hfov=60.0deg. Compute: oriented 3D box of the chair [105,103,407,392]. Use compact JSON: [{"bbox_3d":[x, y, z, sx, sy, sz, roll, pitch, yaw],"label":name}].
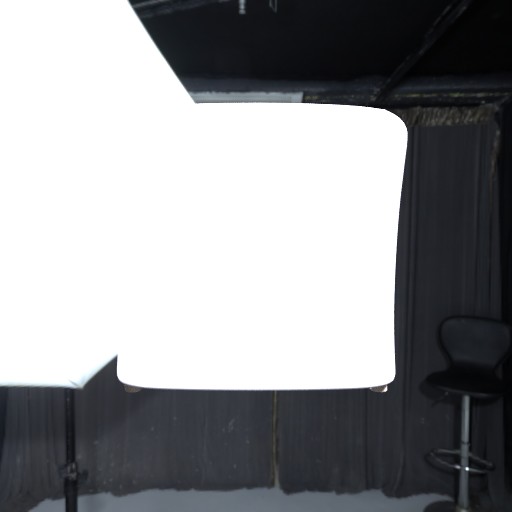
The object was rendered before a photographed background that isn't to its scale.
[{"bbox_3d":[0.000,0.000,1.353,0.790,0.720,0.700,0,1,0],"label":"chair"}]
